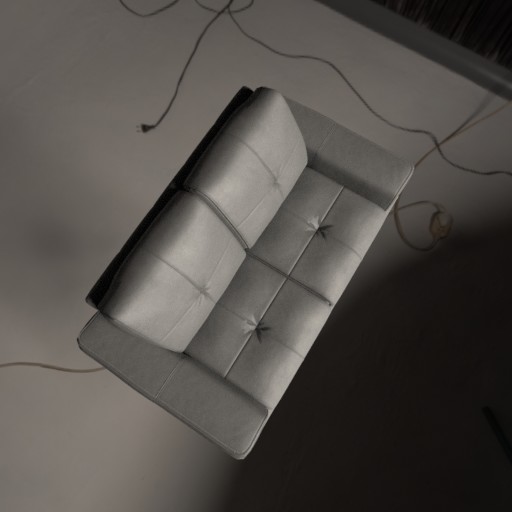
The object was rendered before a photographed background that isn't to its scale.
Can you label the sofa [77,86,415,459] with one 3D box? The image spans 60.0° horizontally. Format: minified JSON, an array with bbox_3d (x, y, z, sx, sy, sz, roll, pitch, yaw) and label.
[{"bbox_3d":[0.000,0.000,2.386,1.018,0.907,1.806,31,77,8],"label":"sofa"}]
